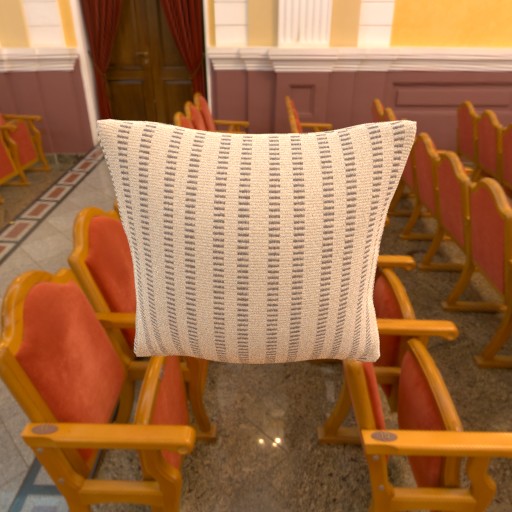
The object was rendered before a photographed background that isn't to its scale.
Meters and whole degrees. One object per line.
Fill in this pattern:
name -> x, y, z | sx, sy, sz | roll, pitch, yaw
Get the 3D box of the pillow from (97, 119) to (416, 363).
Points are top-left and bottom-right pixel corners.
pillow -> 0.000, 0.000, 0.695 | 0.438, 0.419, 0.247 | 1, 29, 1
